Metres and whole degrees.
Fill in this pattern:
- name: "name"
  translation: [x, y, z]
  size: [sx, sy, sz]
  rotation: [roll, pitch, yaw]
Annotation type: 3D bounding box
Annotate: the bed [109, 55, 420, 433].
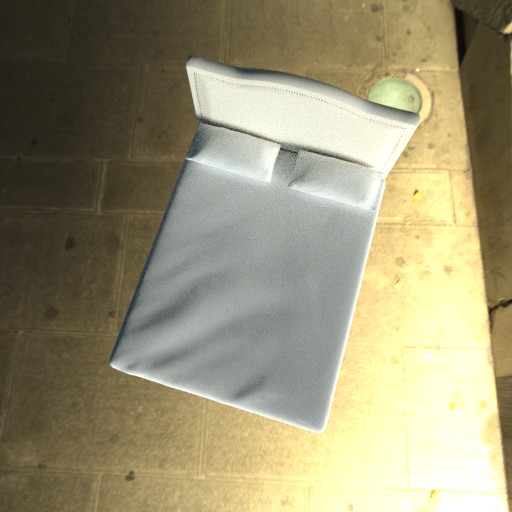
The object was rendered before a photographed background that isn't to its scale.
- name: "bed"
  translation: [0.000, 0.000, 3.446]
  size: [1.821, 1.436, 2.282]
  rotation: [16, 75, 4]
